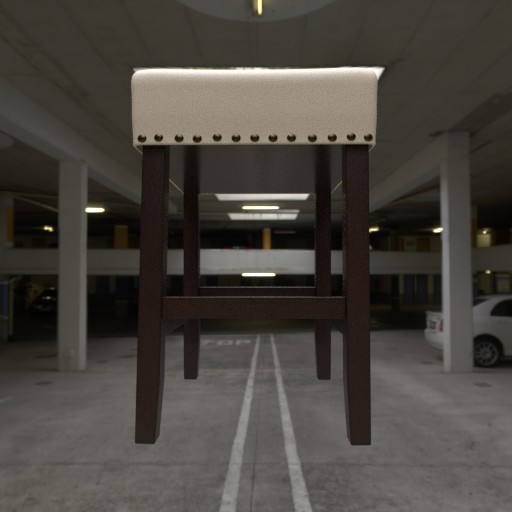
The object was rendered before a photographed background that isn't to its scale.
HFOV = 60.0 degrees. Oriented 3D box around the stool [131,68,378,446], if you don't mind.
[{"bbox_3d":[0.000,0.000,0.931,0.401,0.609,0.471,0,-2,1],"label":"stool"}]
